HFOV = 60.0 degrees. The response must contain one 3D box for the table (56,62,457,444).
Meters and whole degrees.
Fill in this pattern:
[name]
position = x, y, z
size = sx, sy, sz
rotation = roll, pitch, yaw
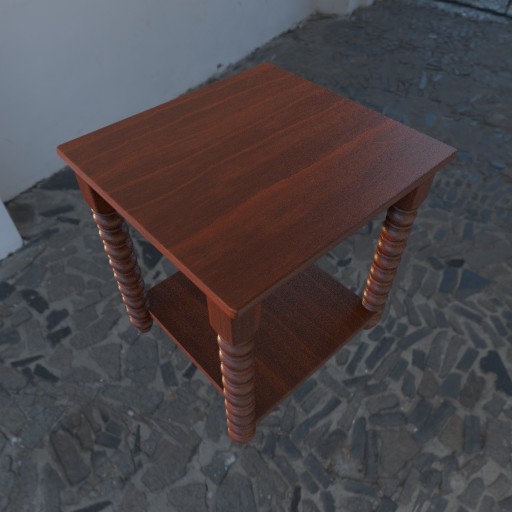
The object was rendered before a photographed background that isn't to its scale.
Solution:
[table]
position = 0.000, 0.000, 1.002
size = 0.533, 0.567, 0.500
rotation = -34, 55, -28
